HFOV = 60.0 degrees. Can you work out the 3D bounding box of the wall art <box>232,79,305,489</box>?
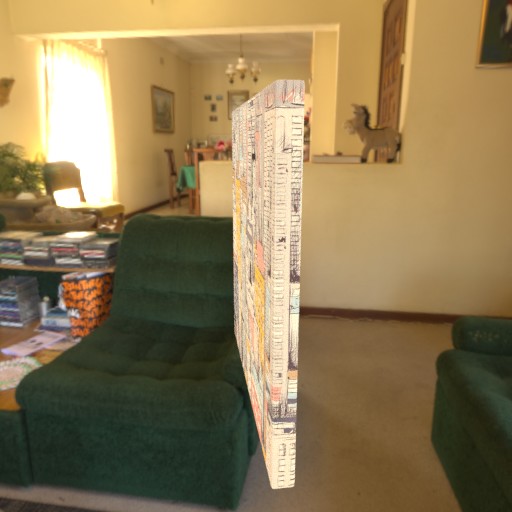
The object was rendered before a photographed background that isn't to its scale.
[{"bbox_3d":[0.000,0.000,0.917,0.038,0.608,0.607,-2,15,-8],"label":"wall art"}]
